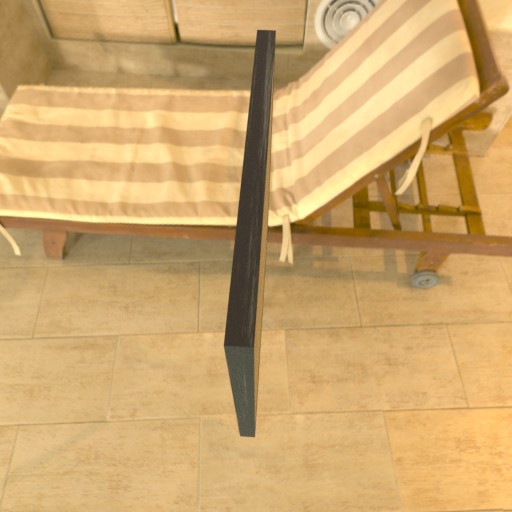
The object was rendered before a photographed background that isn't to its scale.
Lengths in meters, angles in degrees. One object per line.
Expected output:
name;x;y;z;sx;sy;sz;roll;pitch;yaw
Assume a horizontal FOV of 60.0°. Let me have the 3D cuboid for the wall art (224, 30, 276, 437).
wall art;0.000;0.000;1.151;0.043;0.758;0.762;3;59;2
